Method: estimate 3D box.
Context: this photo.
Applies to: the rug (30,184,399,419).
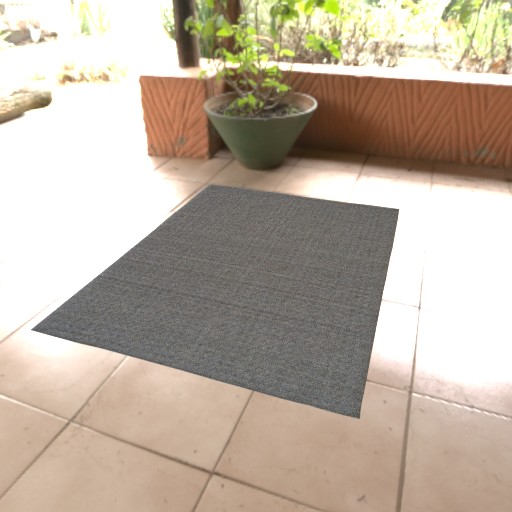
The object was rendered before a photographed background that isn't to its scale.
[{"bbox_3d":[0.000,0.000,4.252,2.443,0.007,3.200,10,32,17],"label":"rug"}]
